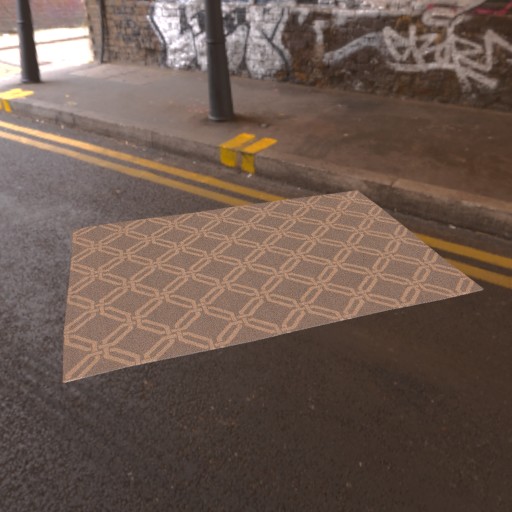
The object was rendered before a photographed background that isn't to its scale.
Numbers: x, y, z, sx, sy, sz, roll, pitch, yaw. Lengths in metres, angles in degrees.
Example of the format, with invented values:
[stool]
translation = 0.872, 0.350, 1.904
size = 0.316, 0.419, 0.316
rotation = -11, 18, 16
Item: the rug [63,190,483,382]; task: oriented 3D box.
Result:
[rug]
translation = 0.000, 0.000, 2.184
size = 1.754, 0.010, 1.148
rotation = -10, 33, -15
